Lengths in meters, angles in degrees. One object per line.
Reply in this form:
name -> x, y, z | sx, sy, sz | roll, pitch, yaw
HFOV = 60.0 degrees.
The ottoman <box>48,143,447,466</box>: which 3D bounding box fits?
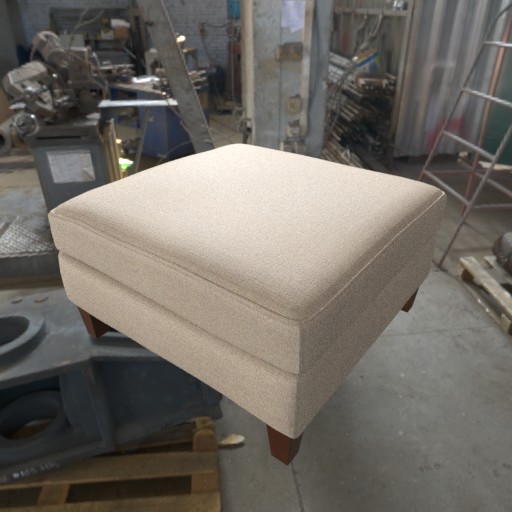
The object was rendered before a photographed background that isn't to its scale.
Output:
ottoman -> 0.000, 0.000, 1.344 | 0.838, 0.481, 0.838 | 21, 36, 32
